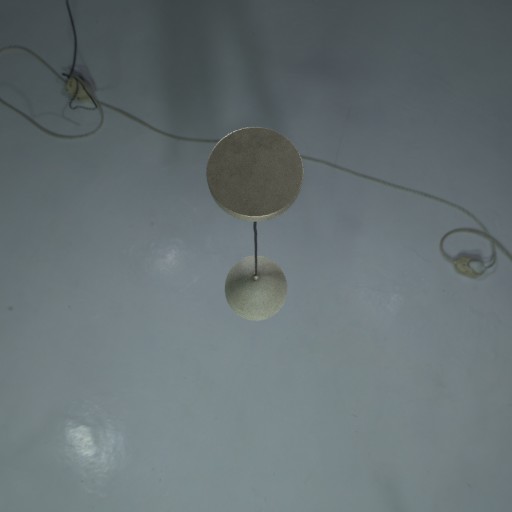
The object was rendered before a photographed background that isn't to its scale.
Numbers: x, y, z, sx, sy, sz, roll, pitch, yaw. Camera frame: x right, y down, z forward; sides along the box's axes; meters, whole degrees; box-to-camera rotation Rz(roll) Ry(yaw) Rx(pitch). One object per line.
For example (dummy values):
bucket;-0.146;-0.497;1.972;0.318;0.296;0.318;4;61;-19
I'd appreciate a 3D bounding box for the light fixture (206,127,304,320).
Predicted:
light fixture;0.000;0.000;0.845;0.170;0.759;0.170;12;76;3
